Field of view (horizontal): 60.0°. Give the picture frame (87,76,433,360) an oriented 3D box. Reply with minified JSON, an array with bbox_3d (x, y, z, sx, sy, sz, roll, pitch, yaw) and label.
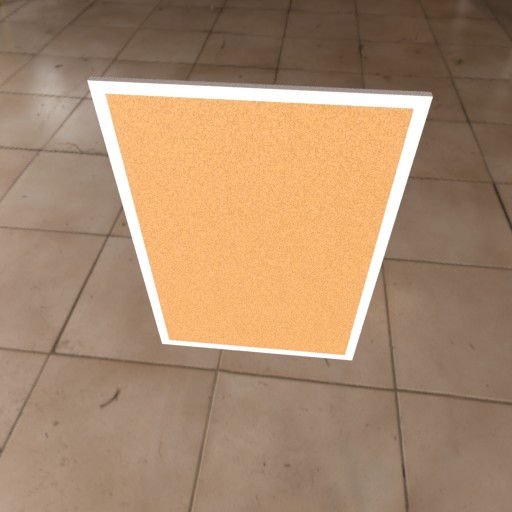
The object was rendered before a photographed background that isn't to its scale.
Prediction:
[{"bbox_3d":[0.000,0.000,0.827,0.457,0.657,0.013,4,47,4],"label":"picture frame"}]
